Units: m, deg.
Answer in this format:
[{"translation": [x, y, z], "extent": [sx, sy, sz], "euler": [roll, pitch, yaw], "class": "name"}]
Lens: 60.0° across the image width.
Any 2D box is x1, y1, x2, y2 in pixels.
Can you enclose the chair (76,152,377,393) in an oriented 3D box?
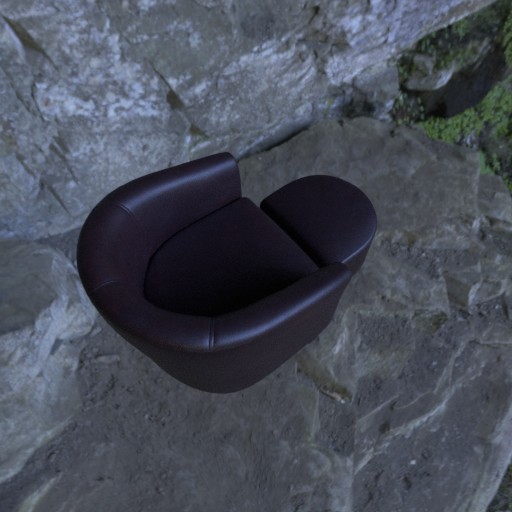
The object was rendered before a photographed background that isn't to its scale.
[{"translation": [0.000, 0.000, 1.723], "extent": [1.176, 0.755, 0.737], "euler": [-33, 64, -19], "class": "chair"}]
